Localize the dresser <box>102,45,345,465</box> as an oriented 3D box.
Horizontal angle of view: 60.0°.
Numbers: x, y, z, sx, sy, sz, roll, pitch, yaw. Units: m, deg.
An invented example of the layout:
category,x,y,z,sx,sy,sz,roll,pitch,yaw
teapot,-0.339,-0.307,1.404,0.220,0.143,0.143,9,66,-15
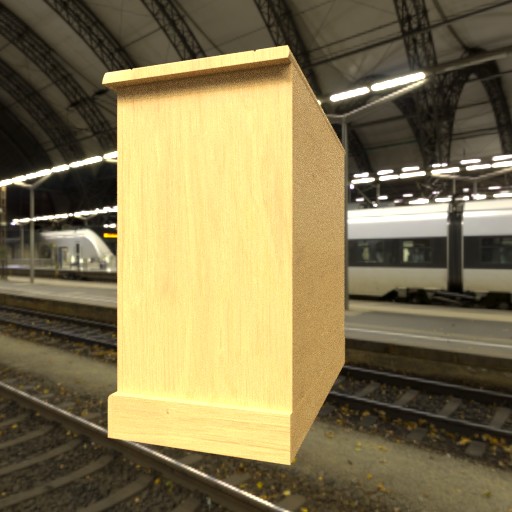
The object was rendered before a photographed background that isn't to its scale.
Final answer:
category,x,y,z,sx,sy,sz,roll,pitch,yaw
dresser,0.000,0.000,1.379,0.440,0.835,0.915,0,0,18
